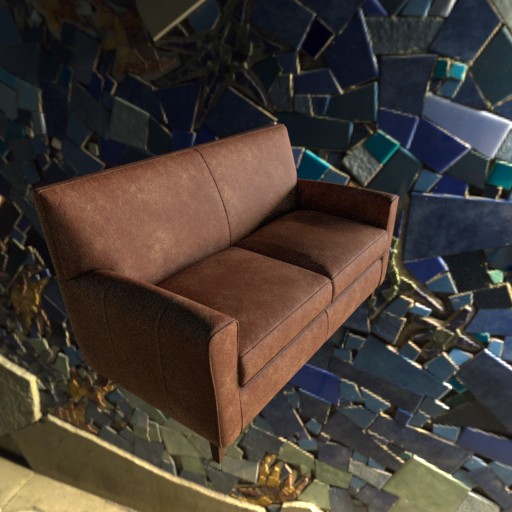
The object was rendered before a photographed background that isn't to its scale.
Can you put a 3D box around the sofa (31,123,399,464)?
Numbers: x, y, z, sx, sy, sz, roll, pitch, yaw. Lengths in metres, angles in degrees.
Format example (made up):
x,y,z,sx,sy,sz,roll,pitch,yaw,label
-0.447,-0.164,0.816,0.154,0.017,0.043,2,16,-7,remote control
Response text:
x,y,z,sx,sy,sz,roll,pitch,yaw,label
0.000,0.000,1.980,0.787,0.871,1.473,18,32,32,sofa
